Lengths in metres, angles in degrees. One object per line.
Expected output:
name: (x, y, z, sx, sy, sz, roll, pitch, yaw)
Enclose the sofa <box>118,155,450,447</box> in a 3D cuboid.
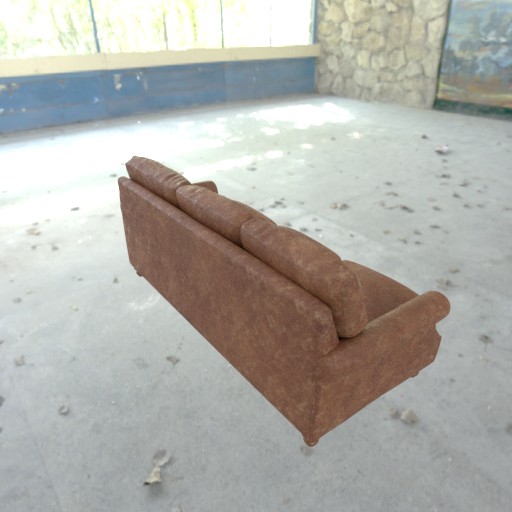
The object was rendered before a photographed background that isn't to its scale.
sofa: (0.000, 0.000, 2.887, 0.973, 0.977, 2.351, -19, 33, -32)
